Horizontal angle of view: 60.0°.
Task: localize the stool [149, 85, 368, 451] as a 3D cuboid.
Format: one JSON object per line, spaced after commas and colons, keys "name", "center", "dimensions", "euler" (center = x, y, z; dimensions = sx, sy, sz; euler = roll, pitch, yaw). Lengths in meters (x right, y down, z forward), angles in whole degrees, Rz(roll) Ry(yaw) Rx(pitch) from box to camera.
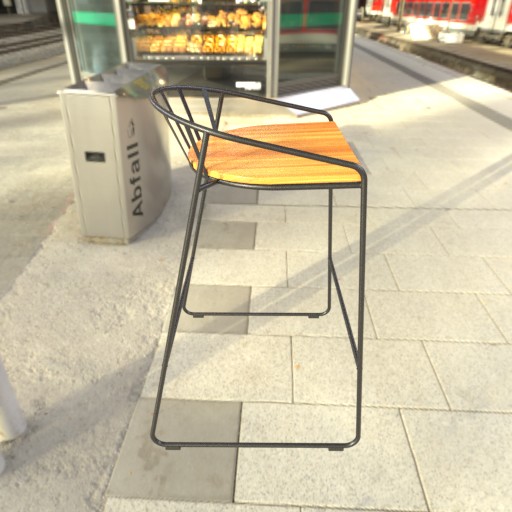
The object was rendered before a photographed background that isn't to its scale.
{"name": "stool", "center": [0.000, 0.000, 1.143], "dimensions": [0.521, 0.812, 0.546], "euler": [0, 30, 0]}
